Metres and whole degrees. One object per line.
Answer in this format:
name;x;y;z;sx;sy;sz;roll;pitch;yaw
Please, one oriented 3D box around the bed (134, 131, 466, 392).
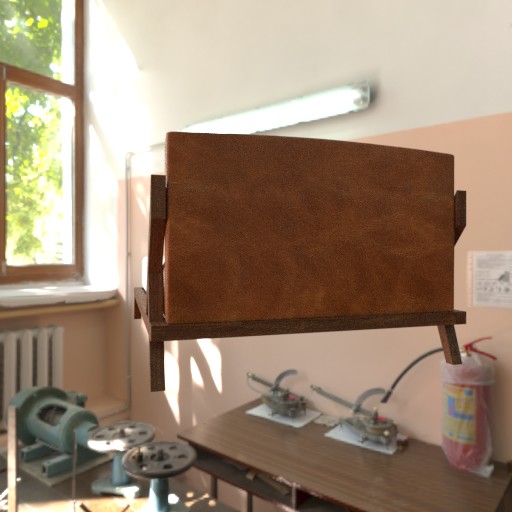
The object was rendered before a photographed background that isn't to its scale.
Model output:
bed;0.000;0.000;3.239;1.651;1.168;2.311;0;0;-17
